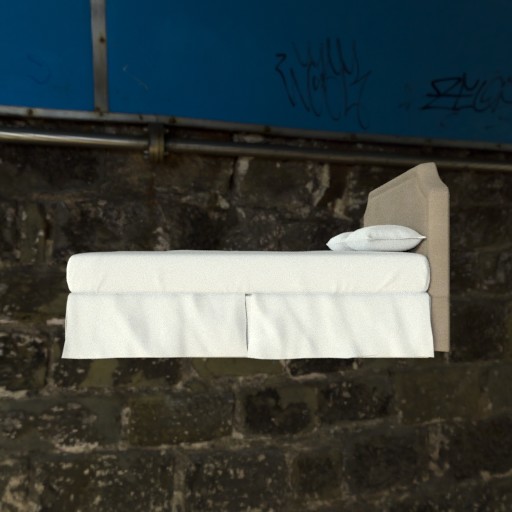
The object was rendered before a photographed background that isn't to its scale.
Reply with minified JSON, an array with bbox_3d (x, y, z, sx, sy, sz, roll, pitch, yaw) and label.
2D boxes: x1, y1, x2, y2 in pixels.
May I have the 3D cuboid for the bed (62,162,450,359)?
[{"bbox_3d":[0.000,0.000,3.725,2.498,1.293,1.977,0,0,0],"label":"bed"}]
